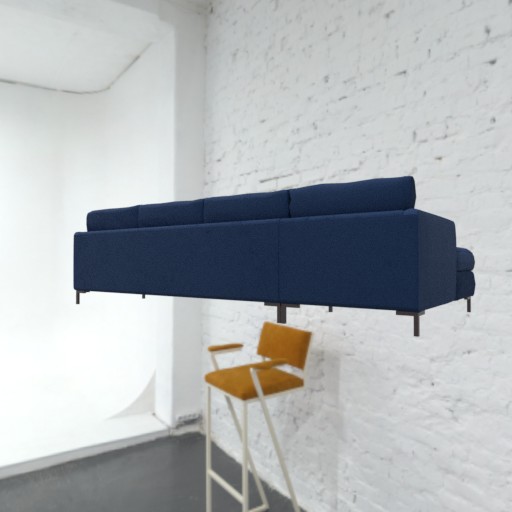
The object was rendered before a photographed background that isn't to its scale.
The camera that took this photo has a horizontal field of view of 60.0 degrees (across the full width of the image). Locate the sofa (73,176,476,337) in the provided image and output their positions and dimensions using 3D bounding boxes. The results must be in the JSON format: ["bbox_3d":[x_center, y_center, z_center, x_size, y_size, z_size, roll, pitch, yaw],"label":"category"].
[{"bbox_3d":[0.000,0.000,2.909,2.450,0.679,1.128,-1,-1,35],"label":"sofa"}]
